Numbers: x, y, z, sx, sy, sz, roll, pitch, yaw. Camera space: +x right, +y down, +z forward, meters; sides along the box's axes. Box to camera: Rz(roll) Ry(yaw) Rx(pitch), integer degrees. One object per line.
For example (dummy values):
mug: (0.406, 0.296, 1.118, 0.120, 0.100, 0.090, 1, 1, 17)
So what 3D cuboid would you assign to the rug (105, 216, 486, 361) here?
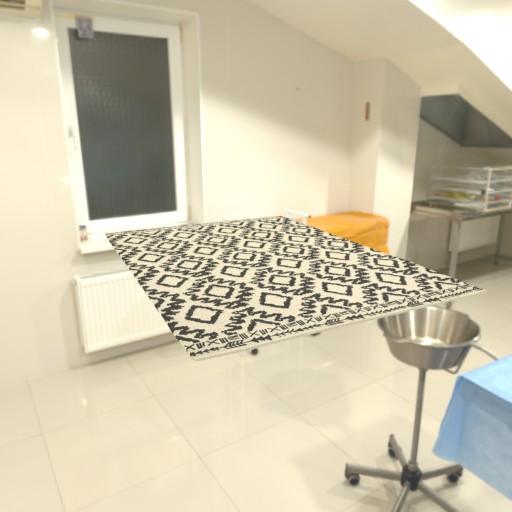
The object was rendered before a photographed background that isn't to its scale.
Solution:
rug: (0.000, 0.000, 4.426, 2.444, 0.036, 3.369, -8, 18, -25)
